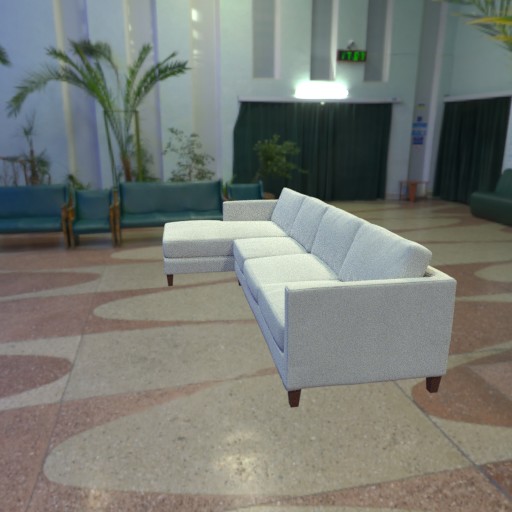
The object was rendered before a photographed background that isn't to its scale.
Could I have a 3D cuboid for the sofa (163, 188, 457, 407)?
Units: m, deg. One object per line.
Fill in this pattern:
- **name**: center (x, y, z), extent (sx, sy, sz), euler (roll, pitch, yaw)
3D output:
- **sofa**: center (0.000, 0.000, 3.776), extent (1.625, 0.861, 3.186), euler (-3, 15, -10)
